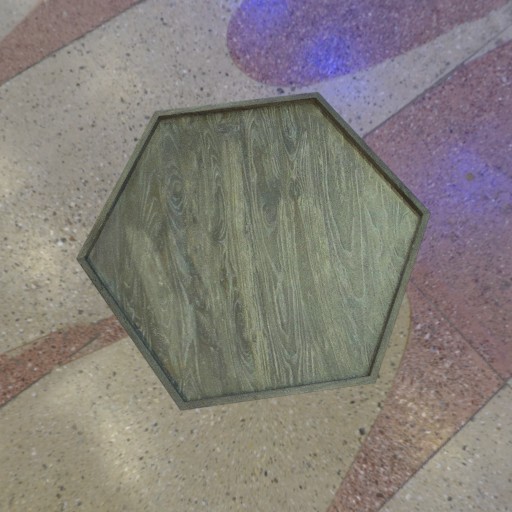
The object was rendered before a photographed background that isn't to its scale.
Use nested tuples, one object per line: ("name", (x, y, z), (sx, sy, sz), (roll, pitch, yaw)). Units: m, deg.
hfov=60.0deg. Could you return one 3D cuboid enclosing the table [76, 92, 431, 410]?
("table", (0.000, 0.000, 1.614), (0.966, 0.488, 1.115), (-37, 78, -9))
